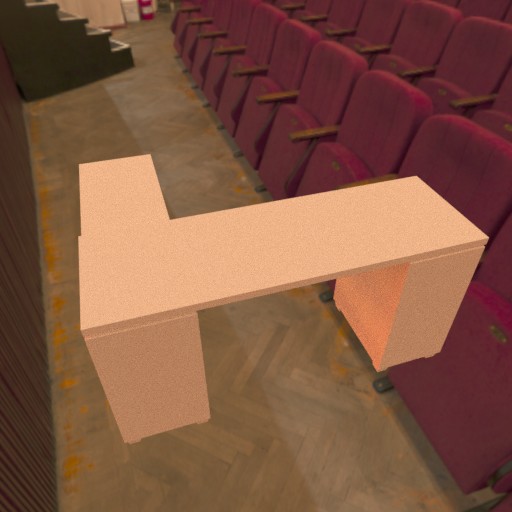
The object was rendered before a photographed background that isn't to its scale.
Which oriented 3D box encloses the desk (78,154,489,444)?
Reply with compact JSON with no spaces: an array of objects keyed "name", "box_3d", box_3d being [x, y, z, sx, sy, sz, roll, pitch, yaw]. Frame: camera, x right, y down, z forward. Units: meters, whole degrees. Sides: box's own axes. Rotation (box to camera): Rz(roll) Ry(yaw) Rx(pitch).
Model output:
[{"name":"desk","box_3d":[0.000,0.000,2.231,1.524,0.759,1.199,-12,42,-13]}]
